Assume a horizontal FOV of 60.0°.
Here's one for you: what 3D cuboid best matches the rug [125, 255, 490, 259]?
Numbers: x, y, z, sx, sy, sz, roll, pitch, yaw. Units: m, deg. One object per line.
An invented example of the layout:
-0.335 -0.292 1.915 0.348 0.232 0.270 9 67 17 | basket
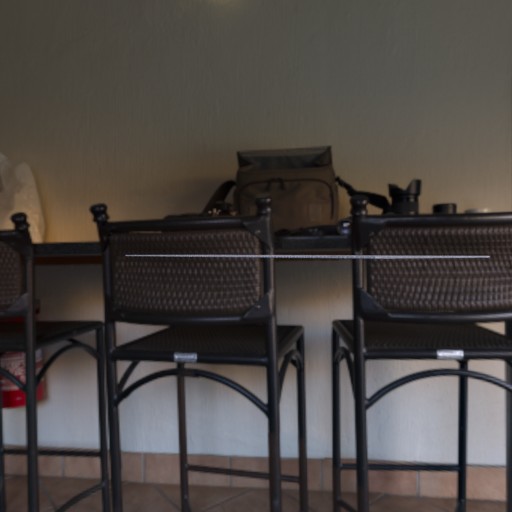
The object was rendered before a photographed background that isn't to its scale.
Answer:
0.000 0.000 2.697 0.766 0.008 2.432 0 0 -36 | rug
